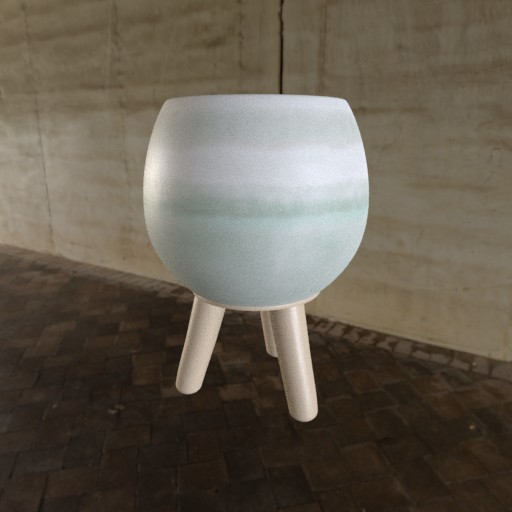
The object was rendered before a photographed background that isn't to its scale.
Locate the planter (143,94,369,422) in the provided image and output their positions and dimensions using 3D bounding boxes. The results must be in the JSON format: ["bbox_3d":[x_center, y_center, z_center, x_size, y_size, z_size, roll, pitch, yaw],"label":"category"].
[{"bbox_3d":[0.000,0.000,0.338,0.161,0.224,0.161,0,16,0],"label":"planter"}]
